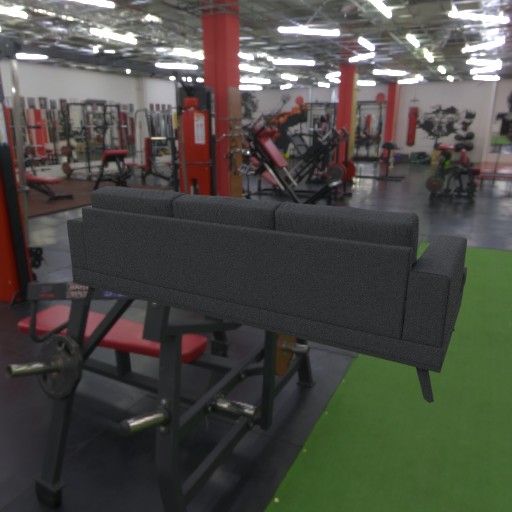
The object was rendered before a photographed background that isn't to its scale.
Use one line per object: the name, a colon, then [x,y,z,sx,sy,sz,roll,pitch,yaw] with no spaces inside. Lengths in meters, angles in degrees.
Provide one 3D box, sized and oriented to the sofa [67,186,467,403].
sofa: [0.000,0.000,2.725,2.310,0.810,0.920,9,19,28]
